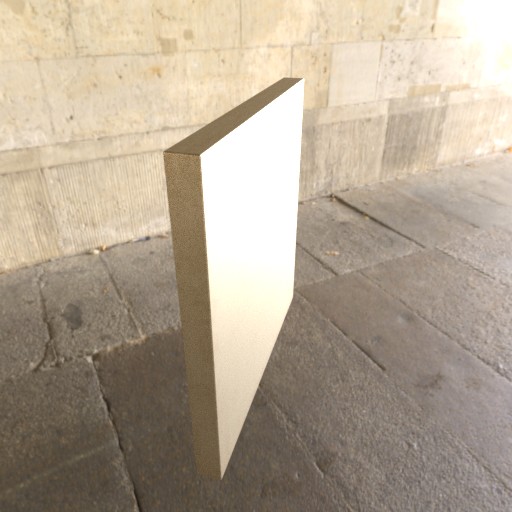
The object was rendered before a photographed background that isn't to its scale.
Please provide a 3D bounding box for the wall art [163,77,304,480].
[{"bbox_3d":[0.000,0.000,0.762,0.040,0.506,0.503,8,31,14],"label":"wall art"}]
